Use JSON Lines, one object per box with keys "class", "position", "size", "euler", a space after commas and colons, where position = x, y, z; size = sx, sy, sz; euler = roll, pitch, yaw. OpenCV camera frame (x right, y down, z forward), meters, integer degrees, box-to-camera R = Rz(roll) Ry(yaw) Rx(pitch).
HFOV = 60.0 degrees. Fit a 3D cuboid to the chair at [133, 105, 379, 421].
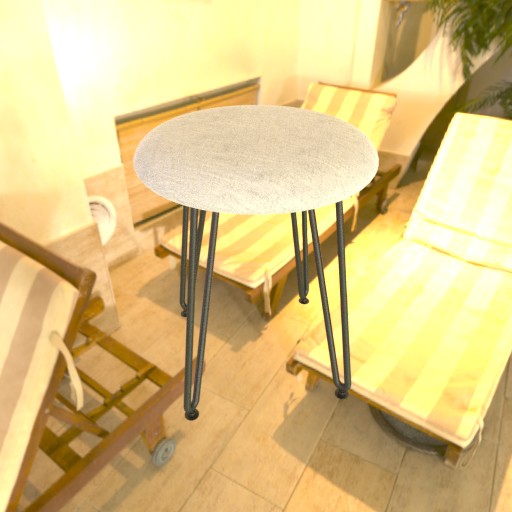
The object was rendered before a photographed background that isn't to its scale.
{"class": "chair", "position": [0.000, 0.000, 0.660], "size": [0.350, 0.386, 0.350], "euler": [21, 39, 29]}
